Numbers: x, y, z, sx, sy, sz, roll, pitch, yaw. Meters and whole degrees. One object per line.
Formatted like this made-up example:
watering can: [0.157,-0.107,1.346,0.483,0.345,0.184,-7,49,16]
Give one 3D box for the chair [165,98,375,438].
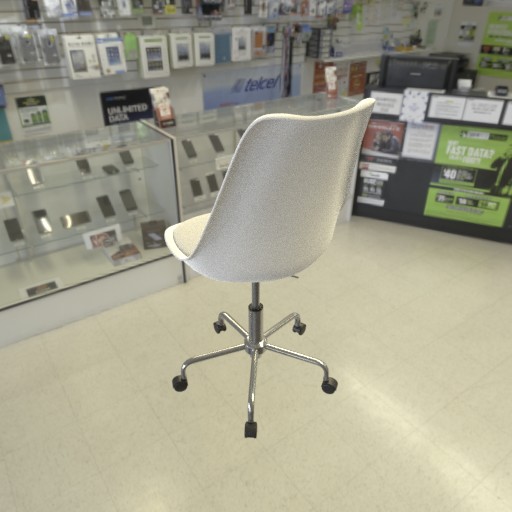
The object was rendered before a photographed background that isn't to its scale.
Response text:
chair: [0.000,0.000,1.276,0.550,0.930,0.550,-19,36,-28]
